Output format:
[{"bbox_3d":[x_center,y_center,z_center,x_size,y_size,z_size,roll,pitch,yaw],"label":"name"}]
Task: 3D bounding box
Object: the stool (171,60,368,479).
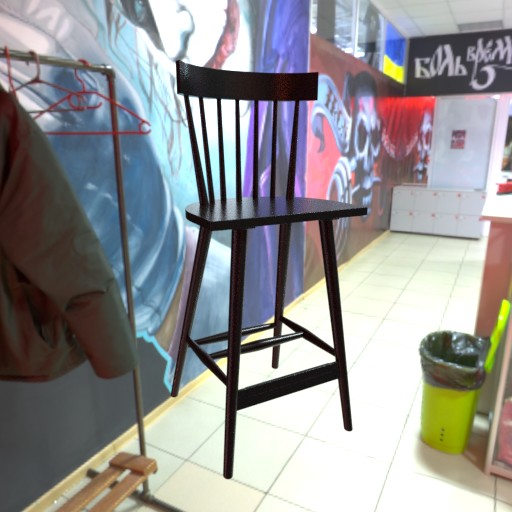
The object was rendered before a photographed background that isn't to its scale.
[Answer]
[{"bbox_3d":[0.000,0.000,1.371,0.482,1.092,0.483,-8,17,-28],"label":"stool"}]
